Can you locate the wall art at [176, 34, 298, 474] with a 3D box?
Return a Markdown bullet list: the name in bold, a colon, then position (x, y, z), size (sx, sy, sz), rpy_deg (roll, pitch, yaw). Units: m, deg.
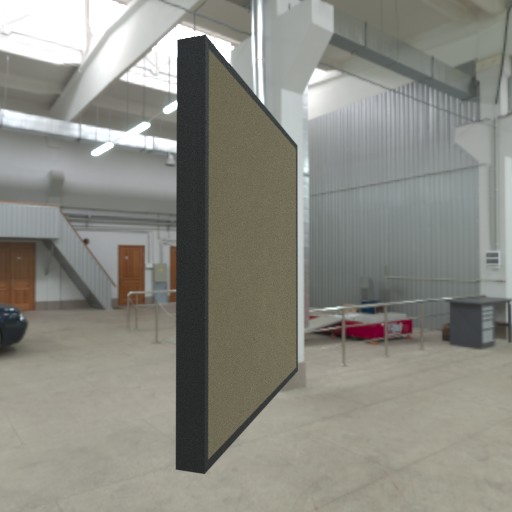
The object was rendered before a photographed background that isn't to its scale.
- **wall art**: position (0.000, 0.000, 0.759), size (0.037, 0.507, 0.509), rpy_deg (0, -1, 17)
